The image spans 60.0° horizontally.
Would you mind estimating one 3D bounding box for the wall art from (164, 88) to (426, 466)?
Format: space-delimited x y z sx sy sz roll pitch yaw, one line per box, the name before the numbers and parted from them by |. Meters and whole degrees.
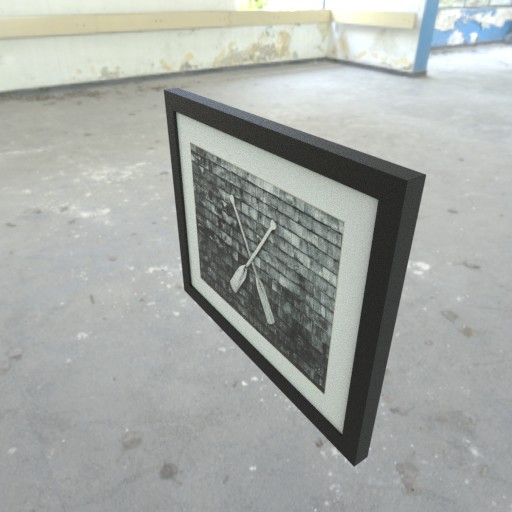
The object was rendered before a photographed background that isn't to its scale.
wall art | 0.000 0.000 0.753 0.029 0.457 0.558 -20 36 -29
